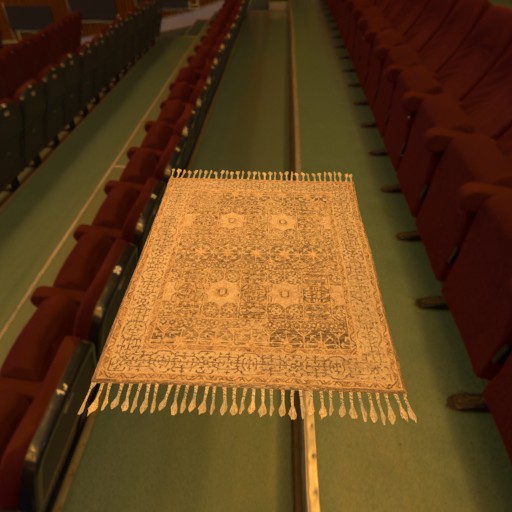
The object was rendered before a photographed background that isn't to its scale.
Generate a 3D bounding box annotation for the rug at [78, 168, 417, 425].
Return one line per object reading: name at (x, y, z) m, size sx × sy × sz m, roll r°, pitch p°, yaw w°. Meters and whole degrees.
rug at (0.000, 0.000, 3.036) m, size 1.619 × 0.023 × 2.465 m, roll 1°, pitch 39°, yaw 2°
